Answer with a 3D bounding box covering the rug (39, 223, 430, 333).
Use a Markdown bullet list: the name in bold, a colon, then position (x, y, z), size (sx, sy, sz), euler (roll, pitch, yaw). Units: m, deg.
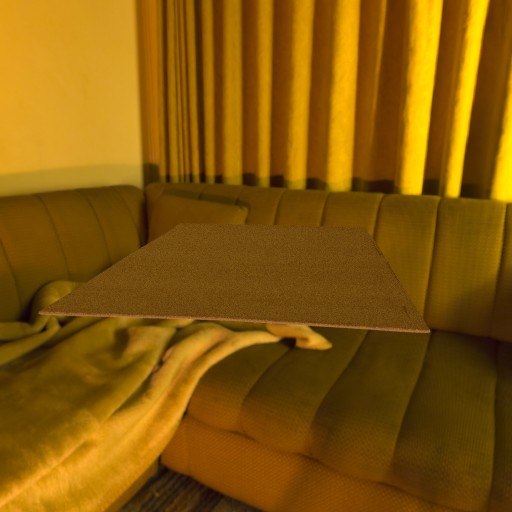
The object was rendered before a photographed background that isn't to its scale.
- **rug**: position (0.000, 0.000, 4.239), size (2.434, 0.045, 3.202), euler (2, 15, 7)
